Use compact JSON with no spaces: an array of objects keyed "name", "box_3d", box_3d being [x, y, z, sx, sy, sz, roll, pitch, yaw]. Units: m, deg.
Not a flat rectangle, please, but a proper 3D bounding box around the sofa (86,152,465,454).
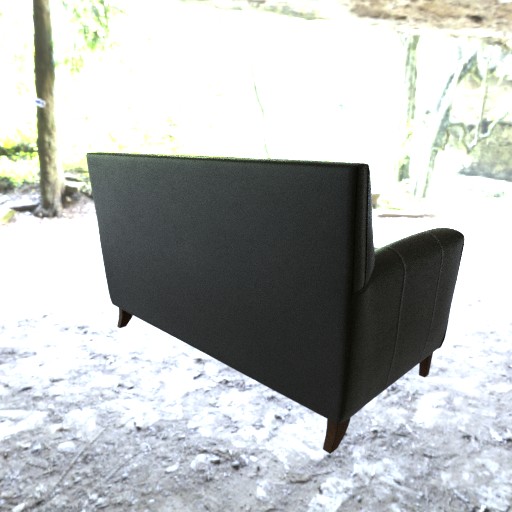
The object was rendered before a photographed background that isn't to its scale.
[{"name":"sofa","box_3d":[0.000,0.000,1.924,0.787,0.871,1.473,-14,20,-43]}]
